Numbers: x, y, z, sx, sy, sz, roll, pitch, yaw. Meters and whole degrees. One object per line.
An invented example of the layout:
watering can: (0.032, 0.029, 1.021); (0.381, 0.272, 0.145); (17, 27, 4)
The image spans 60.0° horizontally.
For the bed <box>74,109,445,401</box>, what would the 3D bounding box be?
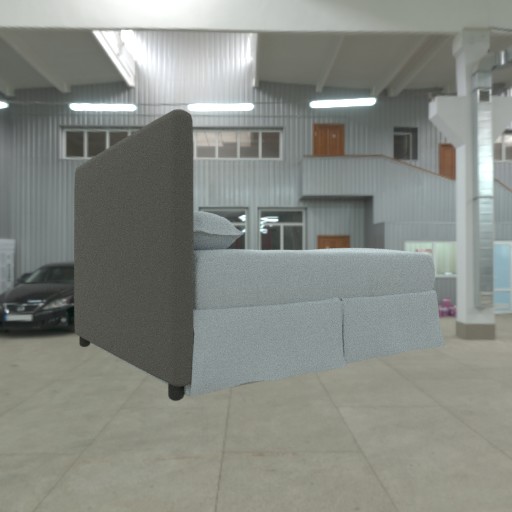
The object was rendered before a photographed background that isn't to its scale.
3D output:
bed: (0.000, 0.000, 3.237); (2.142, 1.330, 1.748); (0, 0, -36)
